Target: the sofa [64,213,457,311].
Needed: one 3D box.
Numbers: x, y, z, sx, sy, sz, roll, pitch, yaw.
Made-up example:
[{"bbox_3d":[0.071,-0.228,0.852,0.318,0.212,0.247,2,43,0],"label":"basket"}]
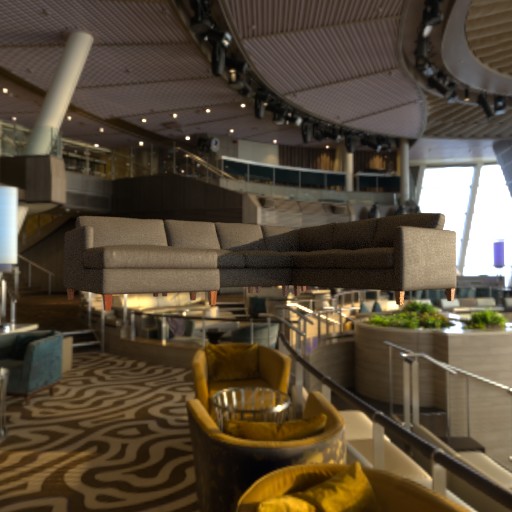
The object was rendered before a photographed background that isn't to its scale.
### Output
[{"bbox_3d":[0.000,0.000,4.795,3.460,0.961,2.594,1,-2,-34],"label":"sofa"}]
